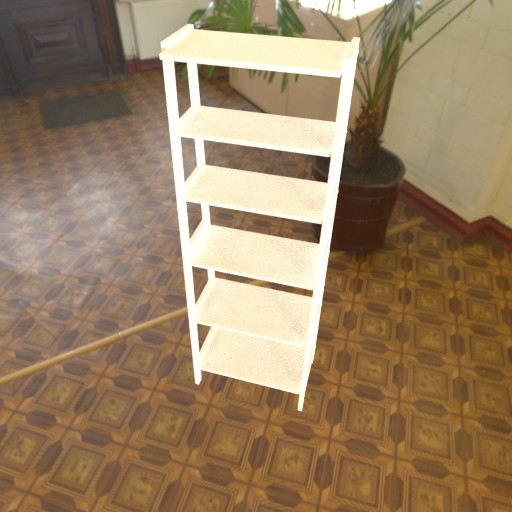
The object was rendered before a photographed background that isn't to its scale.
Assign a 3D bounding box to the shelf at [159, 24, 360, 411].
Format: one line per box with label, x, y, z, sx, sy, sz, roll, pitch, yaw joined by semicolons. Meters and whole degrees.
shelf;0.000;0.000;2.120;0.660;1.892;0.381;11;43;12
